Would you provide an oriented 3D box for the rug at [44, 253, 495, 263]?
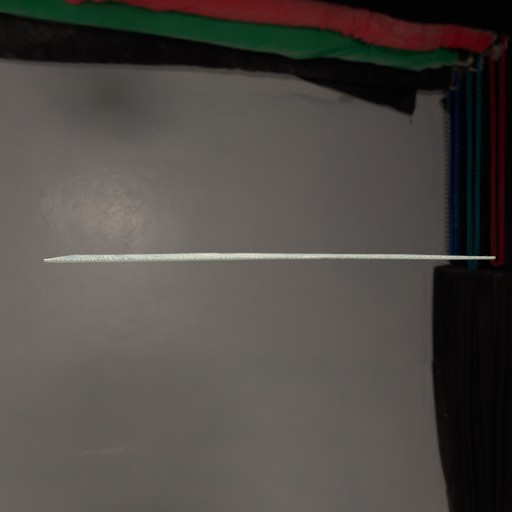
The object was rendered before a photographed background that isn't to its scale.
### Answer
[{"bbox_3d":[0.000,0.000,5.076,4.078,0.052,2.802,0,1,-18],"label":"rug"}]
